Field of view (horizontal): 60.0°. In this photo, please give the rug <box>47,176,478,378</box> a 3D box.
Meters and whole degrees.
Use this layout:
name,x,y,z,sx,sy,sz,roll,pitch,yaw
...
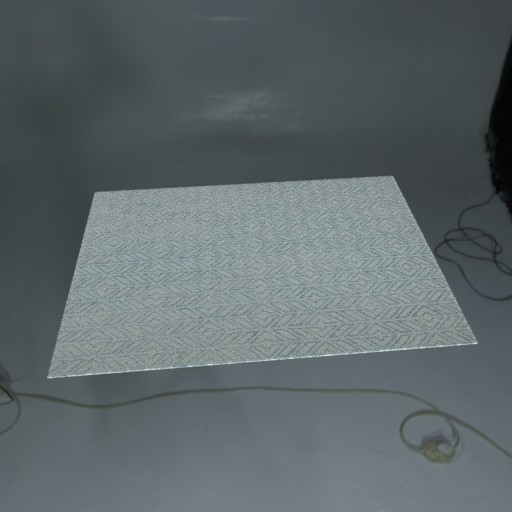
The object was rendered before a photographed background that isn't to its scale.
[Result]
name,x,y,z,sx,sy,sz,roll,pitch,yaw
rug,0.000,0.000,2.289,1.824,0.008,1.220,-4,46,-4
